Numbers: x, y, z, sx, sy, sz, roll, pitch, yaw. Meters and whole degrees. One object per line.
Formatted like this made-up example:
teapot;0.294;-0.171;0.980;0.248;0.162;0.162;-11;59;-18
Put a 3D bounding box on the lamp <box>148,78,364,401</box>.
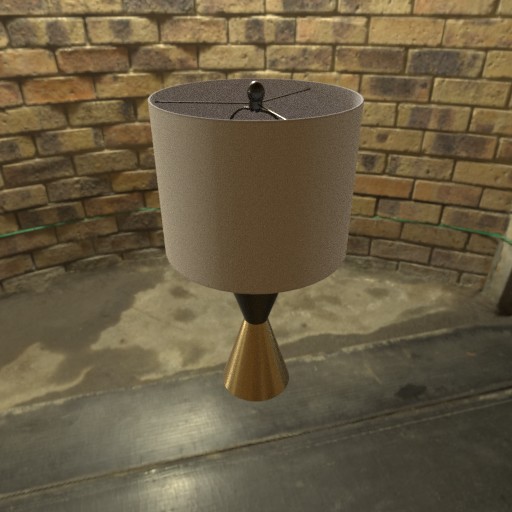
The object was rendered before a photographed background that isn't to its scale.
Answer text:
lamp;0.000;0.000;0.771;0.304;0.573;0.304;21;36;32
